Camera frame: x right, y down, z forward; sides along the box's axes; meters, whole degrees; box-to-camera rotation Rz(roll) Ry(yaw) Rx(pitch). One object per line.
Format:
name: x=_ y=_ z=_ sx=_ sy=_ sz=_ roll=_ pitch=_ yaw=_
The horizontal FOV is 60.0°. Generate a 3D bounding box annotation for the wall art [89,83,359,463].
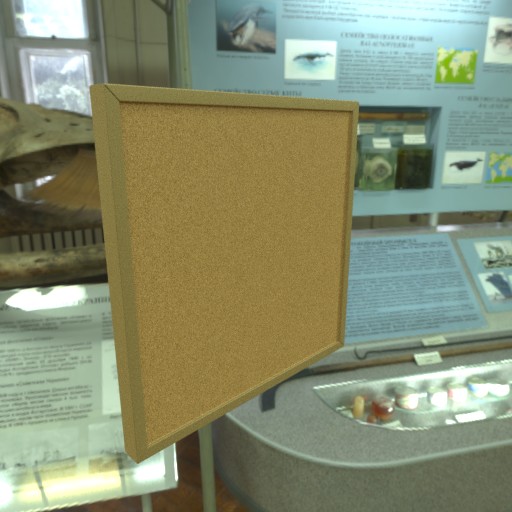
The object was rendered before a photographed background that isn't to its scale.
wall art: x=0.000 y=0.000 z=0.745 sx=0.509 sy=0.509 sz=0.036 roll=-15 pitch=22 yaw=-42
